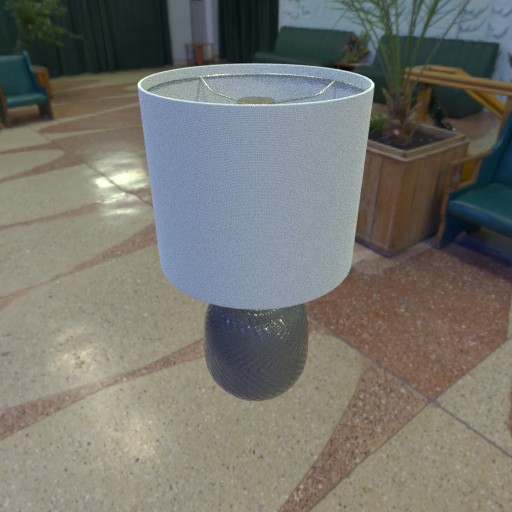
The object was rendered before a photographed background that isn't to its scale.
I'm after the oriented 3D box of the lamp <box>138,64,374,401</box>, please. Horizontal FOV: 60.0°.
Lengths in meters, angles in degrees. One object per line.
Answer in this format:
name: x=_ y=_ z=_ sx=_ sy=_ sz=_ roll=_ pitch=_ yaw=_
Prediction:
lamp: x=0.000 y=0.000 z=0.489 sx=0.207 sy=0.366 sz=0.207 roll=-20 pitch=36 yaw=-30
